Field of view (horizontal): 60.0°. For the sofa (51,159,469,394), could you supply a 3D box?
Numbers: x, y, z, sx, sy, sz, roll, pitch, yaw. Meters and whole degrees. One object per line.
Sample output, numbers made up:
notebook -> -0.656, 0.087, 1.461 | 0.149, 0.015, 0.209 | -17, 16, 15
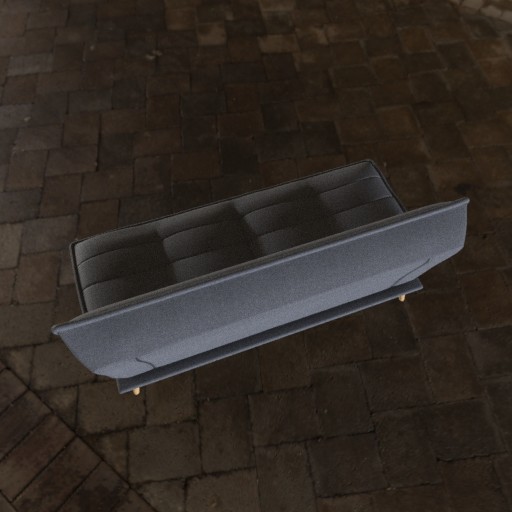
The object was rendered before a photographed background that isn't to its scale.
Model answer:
sofa -> 0.000, 0.000, 2.433 | 1.940, 0.890, 0.950 | -17, 60, -10
